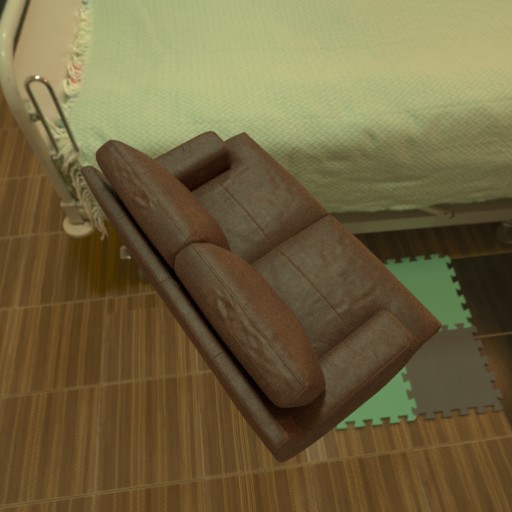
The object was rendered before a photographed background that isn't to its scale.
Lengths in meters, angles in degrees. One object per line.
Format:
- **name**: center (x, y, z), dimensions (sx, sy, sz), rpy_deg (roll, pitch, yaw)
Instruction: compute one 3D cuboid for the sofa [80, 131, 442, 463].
- **sofa**: center (0.000, 0.000, 2.497), dimensions (1.143, 0.939, 1.880), rpy_deg (-32, 63, -18)
